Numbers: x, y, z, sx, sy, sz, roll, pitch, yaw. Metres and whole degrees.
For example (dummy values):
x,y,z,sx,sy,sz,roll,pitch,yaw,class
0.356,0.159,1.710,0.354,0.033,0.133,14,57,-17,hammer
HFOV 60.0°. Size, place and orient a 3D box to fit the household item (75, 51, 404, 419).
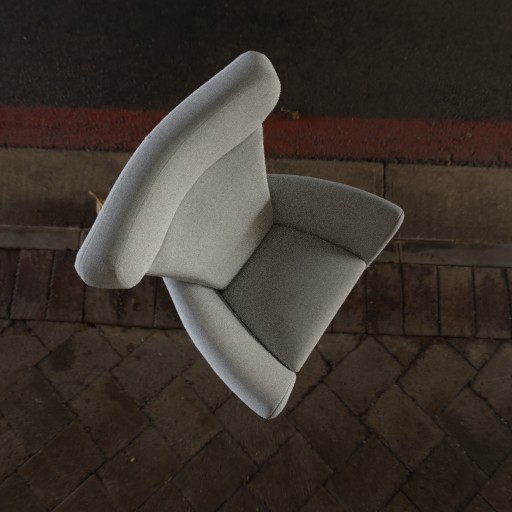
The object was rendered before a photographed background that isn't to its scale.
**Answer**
x,y,z,sx,sy,sz,roll,pitch,yaw,class
0.000,0.000,1.790,0.900,1.050,0.980,34,78,8,household item
